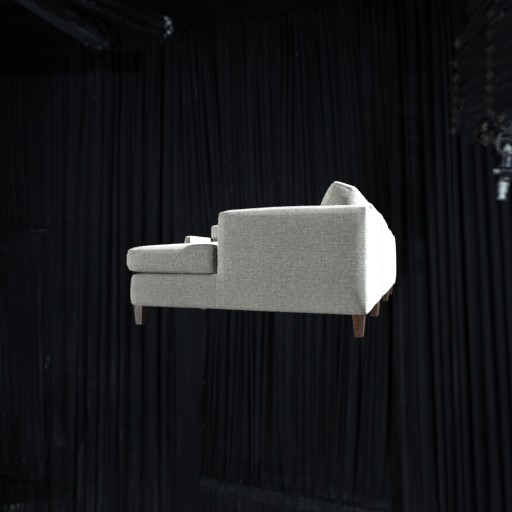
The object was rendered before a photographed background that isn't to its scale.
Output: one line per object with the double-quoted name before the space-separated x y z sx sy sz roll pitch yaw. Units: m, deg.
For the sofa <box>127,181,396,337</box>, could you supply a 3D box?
"sofa" 0.000 0.000 4.511 2.593 0.959 3.460 0 -1 20
